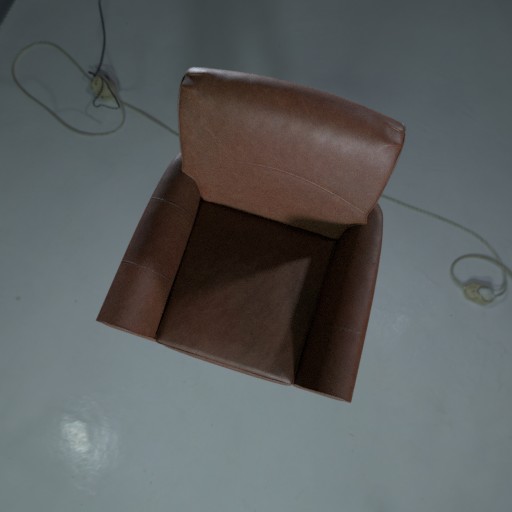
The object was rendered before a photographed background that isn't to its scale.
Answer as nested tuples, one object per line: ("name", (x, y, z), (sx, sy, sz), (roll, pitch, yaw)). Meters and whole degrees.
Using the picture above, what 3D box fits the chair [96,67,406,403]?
("chair", (0.000, 0.000, 1.781), (0.978, 1.061, 0.902), (17, 76, 4))
